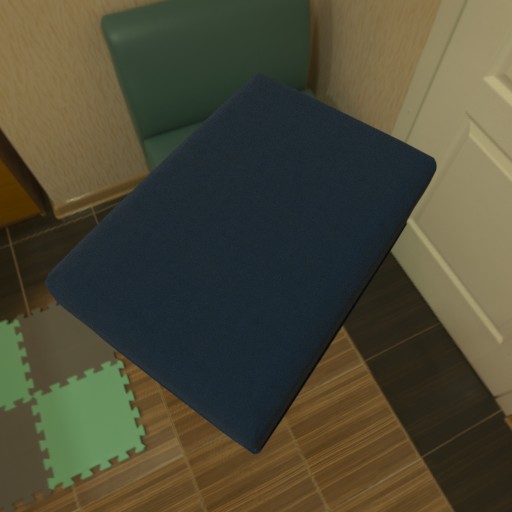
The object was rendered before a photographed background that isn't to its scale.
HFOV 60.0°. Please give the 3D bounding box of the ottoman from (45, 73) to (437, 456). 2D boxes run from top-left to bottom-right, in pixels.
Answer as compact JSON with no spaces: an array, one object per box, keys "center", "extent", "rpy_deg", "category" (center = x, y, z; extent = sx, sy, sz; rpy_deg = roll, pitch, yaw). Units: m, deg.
[{"center":[0.000,0.000,1.222],"extent":[0.587,0.498,0.835],"rpy_deg":[32,67,16],"category":"ottoman"}]
